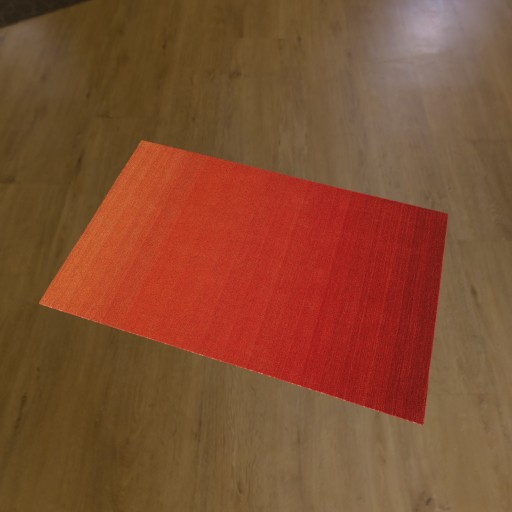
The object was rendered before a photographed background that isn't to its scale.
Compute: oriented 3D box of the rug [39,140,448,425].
[{"bbox_3d":[0.000,0.000,3.028,2.442,0.010,1.531,15,60,9],"label":"rug"}]
